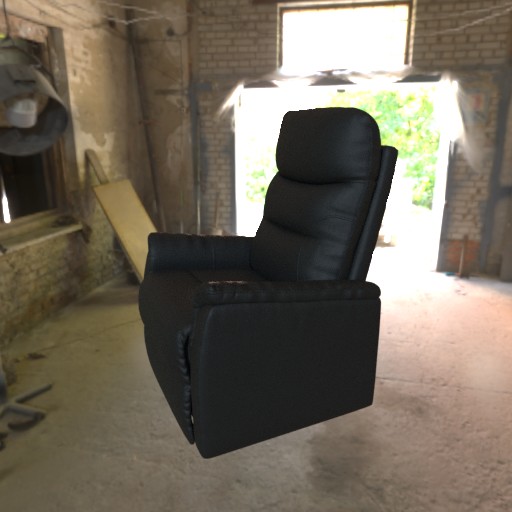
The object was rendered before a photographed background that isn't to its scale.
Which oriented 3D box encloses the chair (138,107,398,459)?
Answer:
[{"bbox_3d":[0.000,0.000,1.683,0.831,1.082,0.775,-7,18,-24],"label":"chair"}]
